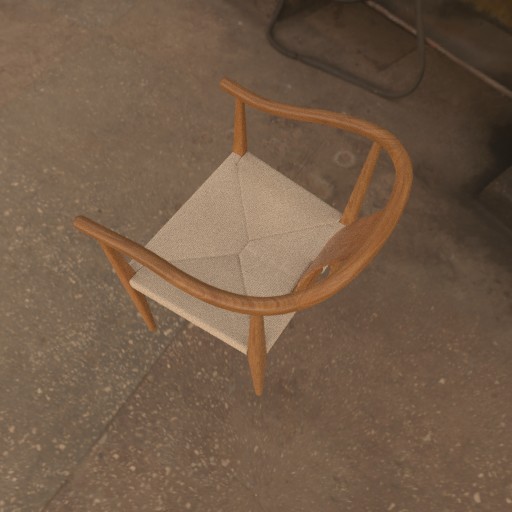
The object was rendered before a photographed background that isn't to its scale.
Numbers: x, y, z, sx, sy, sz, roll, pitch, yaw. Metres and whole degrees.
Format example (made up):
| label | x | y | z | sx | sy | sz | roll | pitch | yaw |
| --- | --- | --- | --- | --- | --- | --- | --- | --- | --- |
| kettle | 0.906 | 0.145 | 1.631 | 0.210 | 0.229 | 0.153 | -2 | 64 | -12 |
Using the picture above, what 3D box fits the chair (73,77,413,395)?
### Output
| label | x | y | z | sx | sy | sz | roll | pitch | yaw |
| --- | --- | --- | --- | --- | --- | --- | --- | --- | --- |
| chair | 0.000 | 0.000 | 1.205 | 0.579 | 0.800 | 0.556 | 31 | 66 | 16 |
